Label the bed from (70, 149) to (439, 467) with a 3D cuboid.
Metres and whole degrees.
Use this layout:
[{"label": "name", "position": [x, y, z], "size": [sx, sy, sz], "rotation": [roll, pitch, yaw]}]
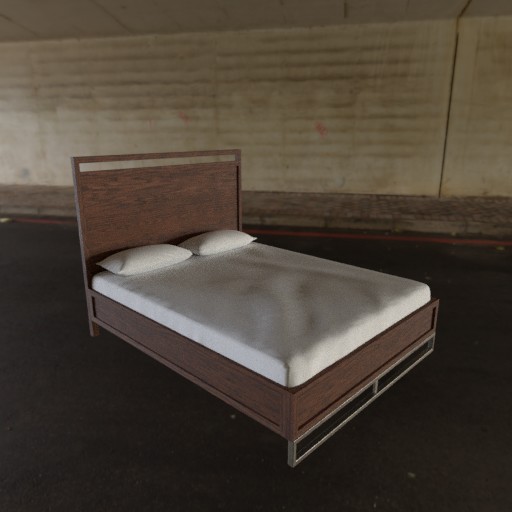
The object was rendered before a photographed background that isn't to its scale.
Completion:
[{"label": "bed", "position": [0.000, 0.000, 3.444], "size": [2.218, 1.487, 1.765], "rotation": [15, 22, 42]}]
